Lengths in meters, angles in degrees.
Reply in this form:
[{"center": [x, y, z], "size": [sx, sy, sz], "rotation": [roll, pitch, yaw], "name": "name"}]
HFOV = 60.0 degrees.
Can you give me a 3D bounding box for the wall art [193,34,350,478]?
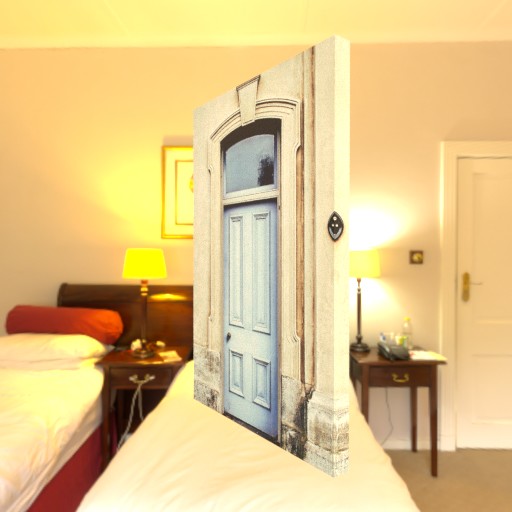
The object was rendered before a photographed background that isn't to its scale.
[{"center": [0.000, 0.000, 0.979], "size": [0.038, 0.764, 0.508], "rotation": [-1, 1, -36], "name": "wall art"}]
